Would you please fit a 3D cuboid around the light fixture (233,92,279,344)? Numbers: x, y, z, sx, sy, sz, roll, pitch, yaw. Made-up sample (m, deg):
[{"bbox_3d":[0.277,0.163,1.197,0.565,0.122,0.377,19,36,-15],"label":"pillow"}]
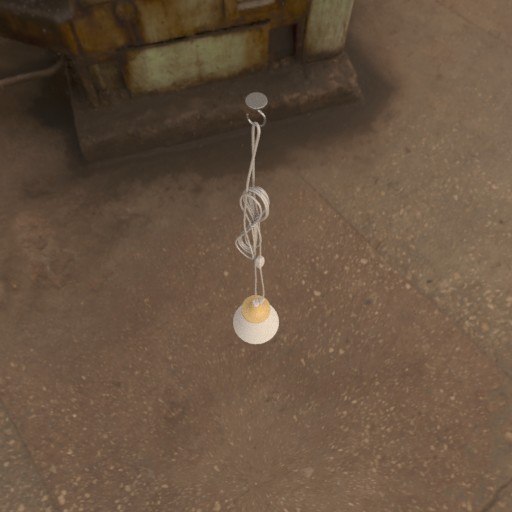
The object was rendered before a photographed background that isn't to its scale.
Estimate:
[{"bbox_3d":[0.000,0.000,1.058,0.153,0.966,0.153,-33,67,-16],"label":"light fixture"}]
